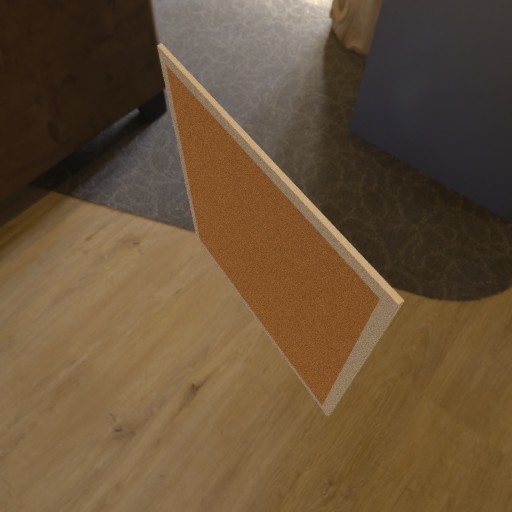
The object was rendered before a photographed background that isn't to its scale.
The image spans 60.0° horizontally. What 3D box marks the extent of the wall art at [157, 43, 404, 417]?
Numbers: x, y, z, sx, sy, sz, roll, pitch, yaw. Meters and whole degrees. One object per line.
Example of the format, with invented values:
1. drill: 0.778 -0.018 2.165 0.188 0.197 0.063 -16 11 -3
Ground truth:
1. wall art: 0.000 0.000 0.836 0.009 0.559 0.558 -30 63 -17
